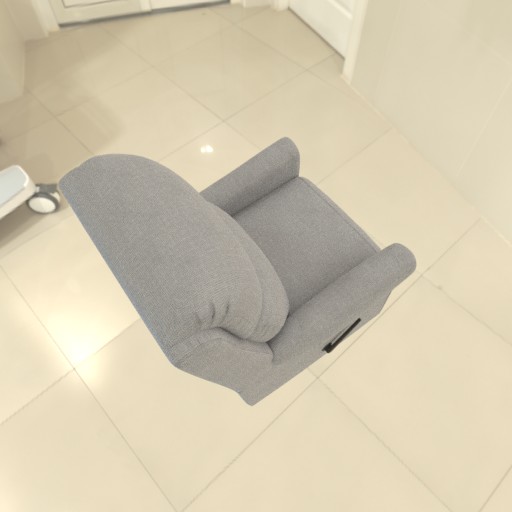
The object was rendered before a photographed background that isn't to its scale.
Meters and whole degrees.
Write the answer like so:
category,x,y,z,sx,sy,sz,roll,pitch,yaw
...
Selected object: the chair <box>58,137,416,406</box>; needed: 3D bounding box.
category,x,y,z,sx,sy,sz,roll,pitch,yaw
chair,0.000,0.000,1.747,1.014,1.054,0.838,-31,63,-18
